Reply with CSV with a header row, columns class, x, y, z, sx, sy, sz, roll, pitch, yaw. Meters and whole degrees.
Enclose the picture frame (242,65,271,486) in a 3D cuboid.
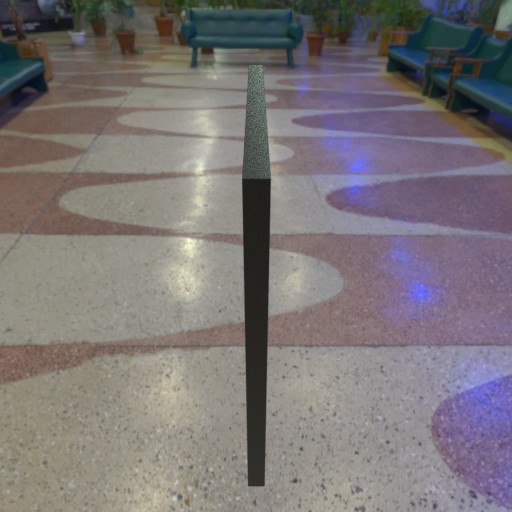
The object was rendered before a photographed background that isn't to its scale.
class,x,y,z,sx,sy,sz,roll,pitch,yaw
picture frame,0.000,0.000,0.821,0.029,0.557,0.559,0,34,0
